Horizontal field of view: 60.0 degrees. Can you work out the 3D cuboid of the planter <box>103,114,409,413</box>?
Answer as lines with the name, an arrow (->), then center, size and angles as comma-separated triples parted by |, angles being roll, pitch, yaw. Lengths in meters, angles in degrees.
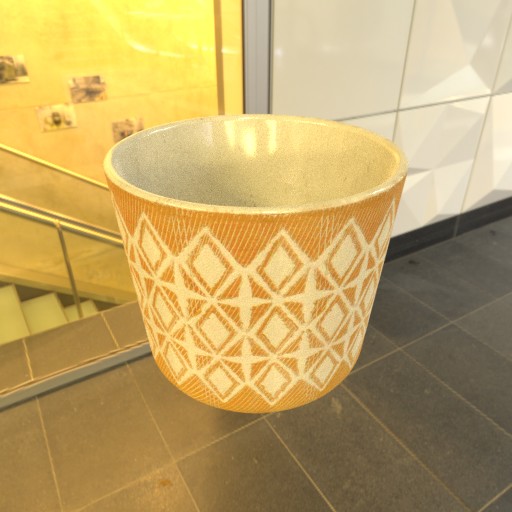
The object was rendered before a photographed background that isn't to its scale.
planter -> 0.000, 0.000, 0.333 | 0.193, 0.165, 0.193 | 0, 31, 0
